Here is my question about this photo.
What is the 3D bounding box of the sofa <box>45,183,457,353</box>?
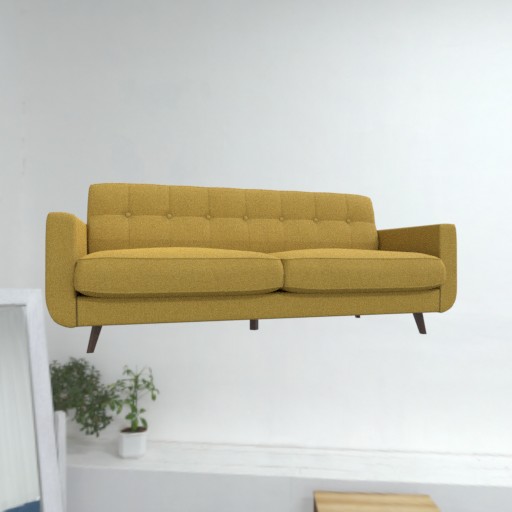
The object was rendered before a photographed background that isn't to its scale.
[{"bbox_3d":[0.000,0.000,2.469,2.029,0.841,0.909,0,-1,-17],"label":"sofa"}]
